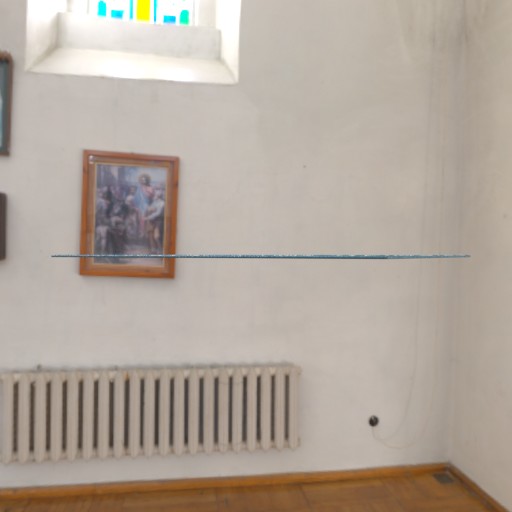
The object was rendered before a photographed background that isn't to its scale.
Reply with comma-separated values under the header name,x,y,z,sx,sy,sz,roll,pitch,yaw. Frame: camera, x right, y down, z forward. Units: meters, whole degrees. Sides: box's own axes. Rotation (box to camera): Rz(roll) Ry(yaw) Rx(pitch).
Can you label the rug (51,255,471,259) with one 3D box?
name,x,y,z,sx,sy,sz,roll,pitch,yaw
rug,0.000,0.000,3.470,2.746,0.018,1.816,0,0,36
